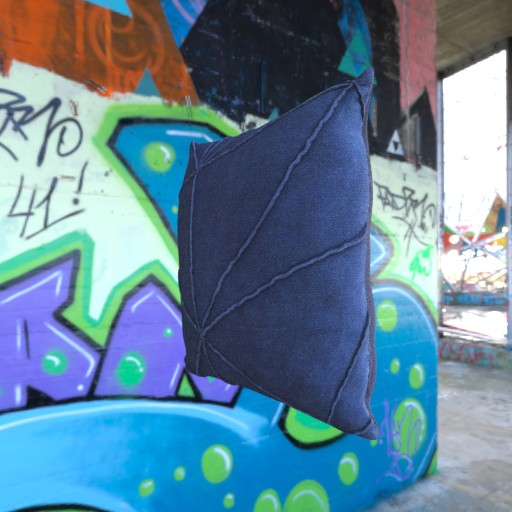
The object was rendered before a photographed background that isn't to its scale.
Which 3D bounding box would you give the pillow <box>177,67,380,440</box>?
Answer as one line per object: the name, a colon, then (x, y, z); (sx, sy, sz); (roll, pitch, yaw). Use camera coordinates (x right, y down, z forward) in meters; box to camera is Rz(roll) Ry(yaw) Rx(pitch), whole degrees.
pillow: (0.000, 0.000, 0.673); (0.183, 0.440, 0.439); (1, -1, -37)
